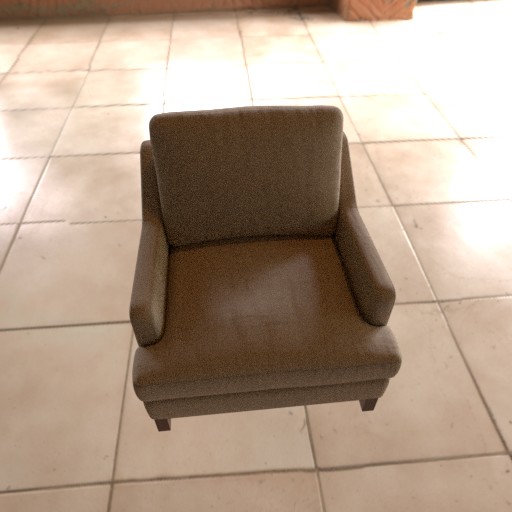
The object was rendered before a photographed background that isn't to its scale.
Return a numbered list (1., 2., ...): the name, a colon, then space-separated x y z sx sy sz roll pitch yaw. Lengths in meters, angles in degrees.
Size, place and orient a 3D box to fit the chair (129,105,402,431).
1. chair: 0.000 0.000 1.744 0.912 0.916 1.001 -4 45 -4
